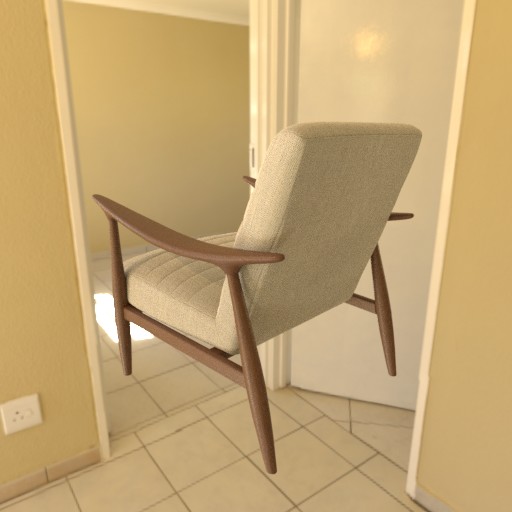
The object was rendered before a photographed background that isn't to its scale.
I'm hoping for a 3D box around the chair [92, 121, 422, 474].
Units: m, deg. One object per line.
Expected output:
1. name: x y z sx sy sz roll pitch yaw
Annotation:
1. chair: 0.000 0.000 1.426 0.798 0.832 0.741 16 24 42
